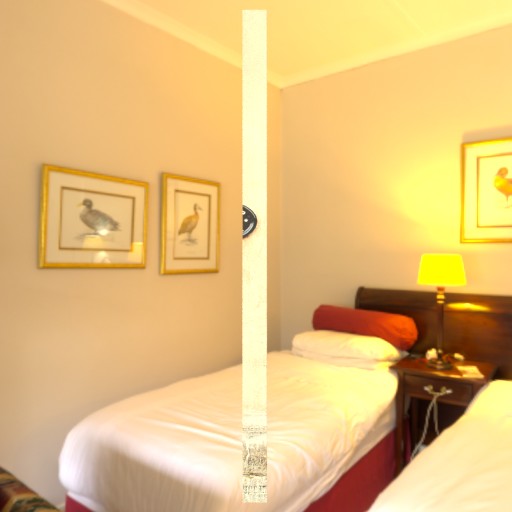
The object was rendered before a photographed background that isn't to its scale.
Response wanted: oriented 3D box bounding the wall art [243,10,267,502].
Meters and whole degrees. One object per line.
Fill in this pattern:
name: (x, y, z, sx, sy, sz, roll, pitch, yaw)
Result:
wall art: (0.000, 0.000, 0.941, 0.038, 0.764, 0.508, 0, 0, 0)
